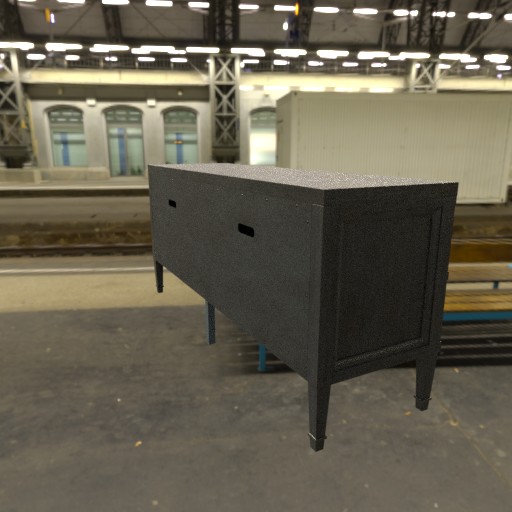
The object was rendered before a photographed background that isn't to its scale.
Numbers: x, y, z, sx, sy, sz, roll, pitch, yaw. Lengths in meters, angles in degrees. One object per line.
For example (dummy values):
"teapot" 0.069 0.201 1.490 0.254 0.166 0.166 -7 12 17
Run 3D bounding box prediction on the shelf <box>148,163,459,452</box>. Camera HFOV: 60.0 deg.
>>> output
"shelf" 0.000 0.000 1.897 0.479 0.719 1.575 -7 16 -27
